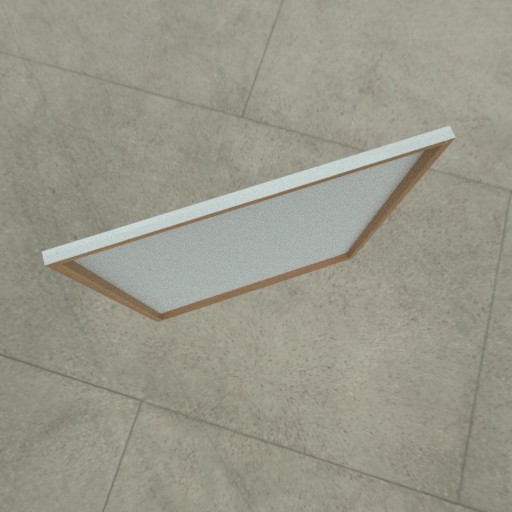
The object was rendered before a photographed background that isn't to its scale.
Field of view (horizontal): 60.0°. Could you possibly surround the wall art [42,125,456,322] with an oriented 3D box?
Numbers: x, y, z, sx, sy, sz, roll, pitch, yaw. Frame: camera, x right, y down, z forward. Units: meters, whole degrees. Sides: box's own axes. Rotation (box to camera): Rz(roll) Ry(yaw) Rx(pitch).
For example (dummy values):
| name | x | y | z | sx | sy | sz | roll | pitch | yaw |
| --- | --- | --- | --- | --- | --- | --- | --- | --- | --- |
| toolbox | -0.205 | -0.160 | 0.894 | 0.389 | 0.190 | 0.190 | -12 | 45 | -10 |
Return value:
| name | x | y | z | sx | sy | sz | roll | pitch | yaw |
| --- | --- | --- | --- | --- | --- | --- | --- | --- | --- |
| wall art | 0.000 | 0.000 | 0.969 | 0.609 | 0.710 | 0.021 | -18 | 76 | -5 |
